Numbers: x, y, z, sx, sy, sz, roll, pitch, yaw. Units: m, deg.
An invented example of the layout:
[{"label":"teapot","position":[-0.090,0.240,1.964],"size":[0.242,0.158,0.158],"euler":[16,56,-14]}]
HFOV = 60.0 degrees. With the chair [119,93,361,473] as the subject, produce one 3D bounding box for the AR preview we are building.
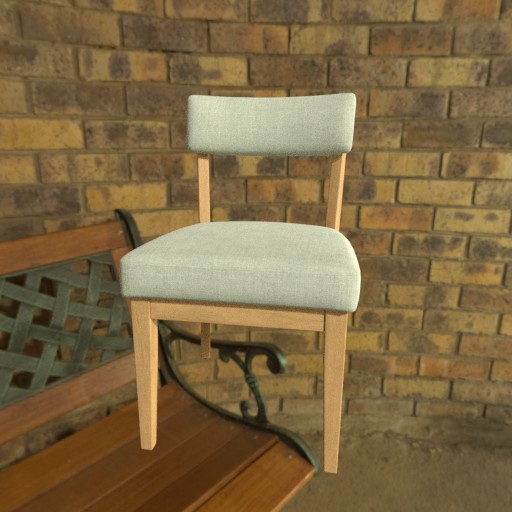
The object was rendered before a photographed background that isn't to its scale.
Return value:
[{"label":"chair","position":[0.000,0.000,1.160],"size":[0.508,0.832,0.572],"euler":[3,16,10]}]
